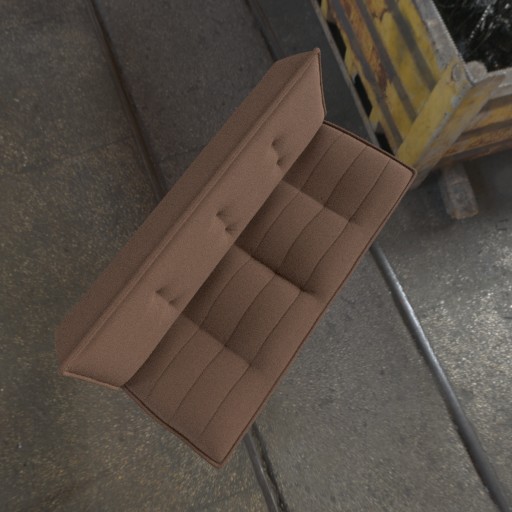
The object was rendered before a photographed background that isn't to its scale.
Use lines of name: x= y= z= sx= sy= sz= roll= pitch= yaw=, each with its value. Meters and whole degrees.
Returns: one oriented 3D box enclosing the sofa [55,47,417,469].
sofa: x=0.000 y=0.000 z=2.373 sx=0.950 sy=0.890 sz=1.940 roll=34 pitch=77 yaw=9
